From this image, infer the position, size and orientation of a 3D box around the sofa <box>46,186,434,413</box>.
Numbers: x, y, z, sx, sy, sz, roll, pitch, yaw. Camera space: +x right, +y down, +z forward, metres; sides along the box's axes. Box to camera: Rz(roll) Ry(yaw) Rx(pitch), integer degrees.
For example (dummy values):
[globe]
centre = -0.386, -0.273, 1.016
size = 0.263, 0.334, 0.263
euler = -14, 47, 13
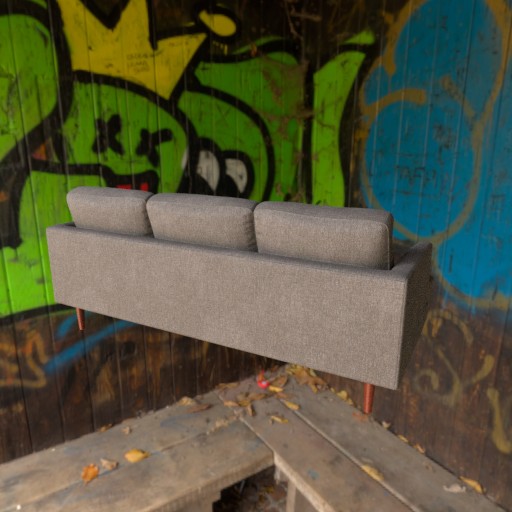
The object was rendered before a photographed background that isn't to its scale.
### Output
[sofa]
centre = 0.000, 0.000, 2.985
size = 2.233, 0.956, 1.504
euler = 8, 18, 27
